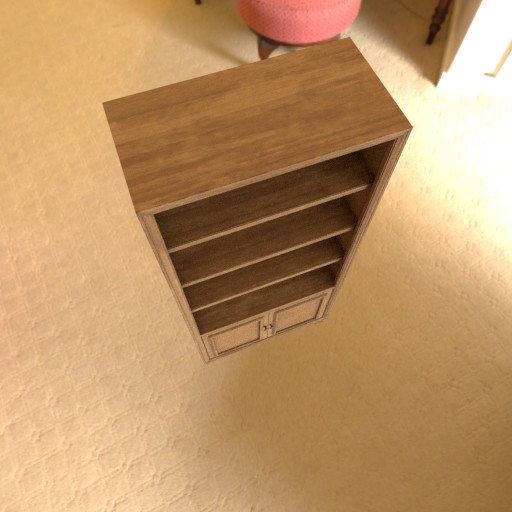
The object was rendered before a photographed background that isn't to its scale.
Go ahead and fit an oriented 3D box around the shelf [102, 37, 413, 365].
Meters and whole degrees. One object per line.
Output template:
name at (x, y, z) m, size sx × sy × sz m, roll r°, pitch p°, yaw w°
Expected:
shelf at (0.000, 0.000, 2.230) m, size 0.864 × 1.930 × 0.453 m, roll -19°, pitch 65°, yaw -9°
